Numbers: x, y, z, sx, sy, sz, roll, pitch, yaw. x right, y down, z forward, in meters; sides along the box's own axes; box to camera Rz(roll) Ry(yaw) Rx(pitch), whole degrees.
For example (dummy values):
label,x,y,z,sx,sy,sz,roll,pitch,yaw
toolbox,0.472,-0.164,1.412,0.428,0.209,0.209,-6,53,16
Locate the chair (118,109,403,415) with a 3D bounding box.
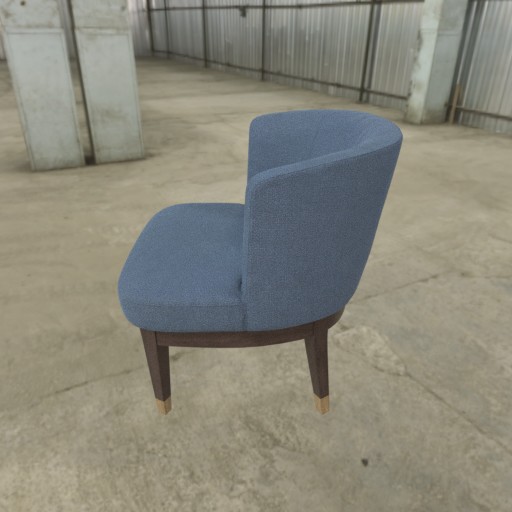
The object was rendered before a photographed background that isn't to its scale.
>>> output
label,x,y,z,sx,sy,sz,roll,pitch,yaw
chair,0.000,0.000,1.285,0.702,0.760,0.661,0,28,0
